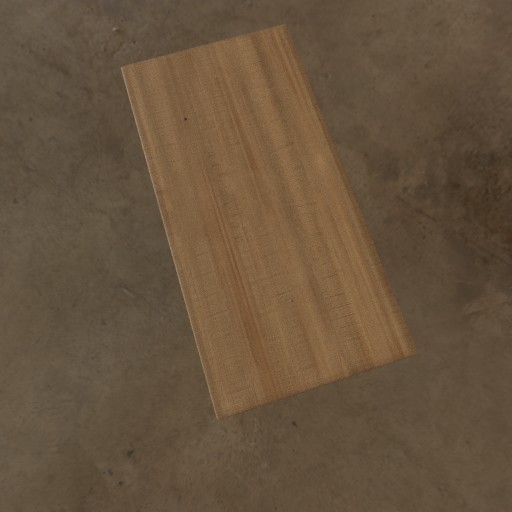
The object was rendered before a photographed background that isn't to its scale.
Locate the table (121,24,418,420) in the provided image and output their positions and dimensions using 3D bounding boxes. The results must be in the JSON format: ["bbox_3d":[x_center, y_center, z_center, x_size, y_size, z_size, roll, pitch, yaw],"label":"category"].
[{"bbox_3d":[0.000,0.000,1.035,0.300,0.701,0.599,-17,75,-5],"label":"table"}]
